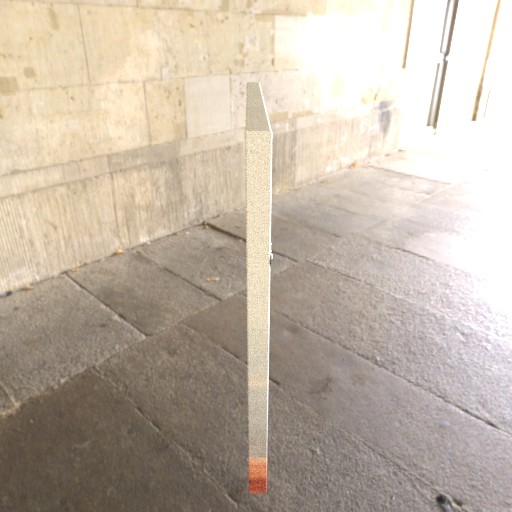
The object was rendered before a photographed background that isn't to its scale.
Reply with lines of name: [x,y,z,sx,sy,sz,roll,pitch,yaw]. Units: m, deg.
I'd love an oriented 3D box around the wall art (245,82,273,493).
wall art: [0.000,0.000,1.122,0.042,0.760,0.760,0,26,-1]
